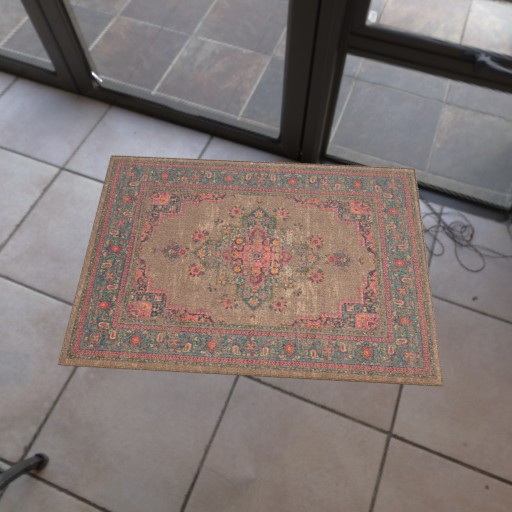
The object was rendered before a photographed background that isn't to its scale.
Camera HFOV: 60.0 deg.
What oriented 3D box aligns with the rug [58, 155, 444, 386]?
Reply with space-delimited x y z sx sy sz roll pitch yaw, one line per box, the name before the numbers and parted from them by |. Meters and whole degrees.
rug | 0.000 0.000 3.759 2.890 0.013 2.005 3 63 1
